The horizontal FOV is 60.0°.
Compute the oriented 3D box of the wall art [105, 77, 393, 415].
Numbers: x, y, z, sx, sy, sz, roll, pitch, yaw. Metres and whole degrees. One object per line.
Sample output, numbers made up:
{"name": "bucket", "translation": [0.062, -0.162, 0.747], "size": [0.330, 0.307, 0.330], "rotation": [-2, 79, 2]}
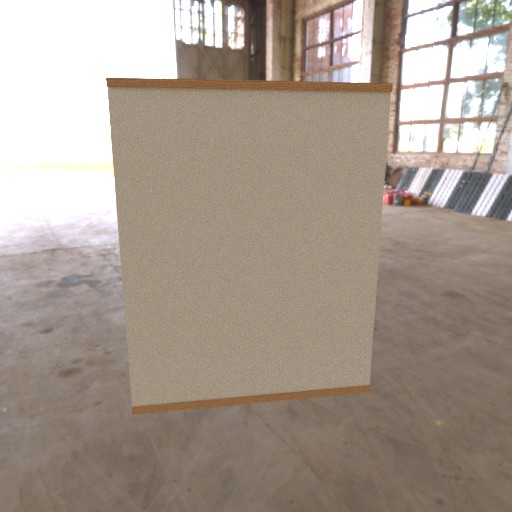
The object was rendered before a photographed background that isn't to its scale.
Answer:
{"name": "wall art", "translation": [0.000, 0.000, 0.684], "size": [0.404, 0.507, 0.010], "rotation": [-2, 15, -9]}
